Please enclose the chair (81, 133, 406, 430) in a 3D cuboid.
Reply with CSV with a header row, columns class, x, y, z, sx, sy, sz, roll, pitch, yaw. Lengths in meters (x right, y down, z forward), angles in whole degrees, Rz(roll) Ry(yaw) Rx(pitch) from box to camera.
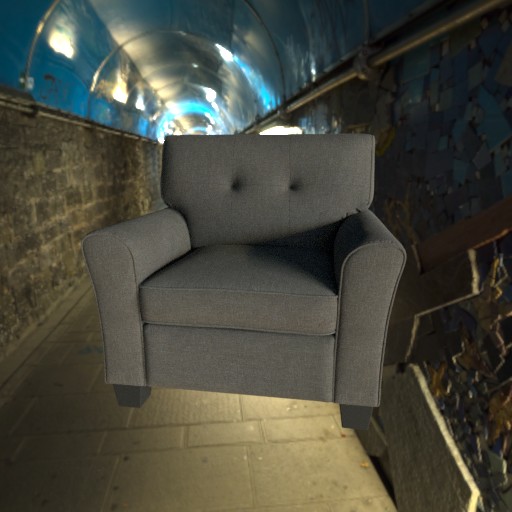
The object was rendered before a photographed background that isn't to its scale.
class,x,y,z,sx,sy,sz,roll,pitch,yaw
chair,0.000,0.000,1.641,0.941,0.890,0.816,2,13,9
